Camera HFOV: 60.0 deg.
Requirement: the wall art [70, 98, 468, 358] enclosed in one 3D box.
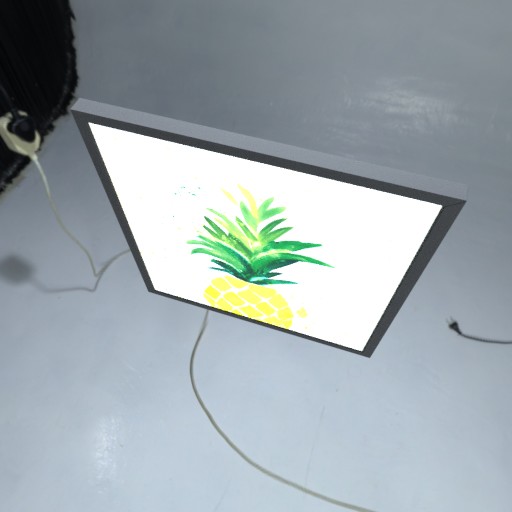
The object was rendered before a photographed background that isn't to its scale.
[{"bbox_3d":[0.000,0.000,1.142,0.762,0.760,0.037,15,58,10],"label":"wall art"}]
